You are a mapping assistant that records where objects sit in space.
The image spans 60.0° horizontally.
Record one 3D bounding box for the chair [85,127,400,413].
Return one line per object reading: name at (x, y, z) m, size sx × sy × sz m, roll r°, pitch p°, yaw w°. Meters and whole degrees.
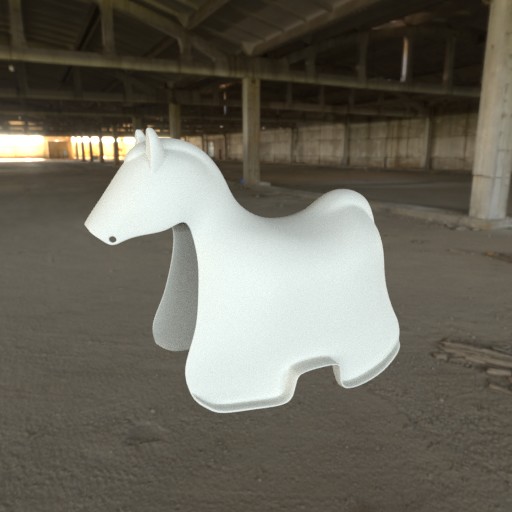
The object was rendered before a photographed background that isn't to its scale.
chair at (0.000, 0.000, 1.126) m, size 0.800 × 0.612 × 0.429 m, roll -7°, pitch 15°, yaw -26°
